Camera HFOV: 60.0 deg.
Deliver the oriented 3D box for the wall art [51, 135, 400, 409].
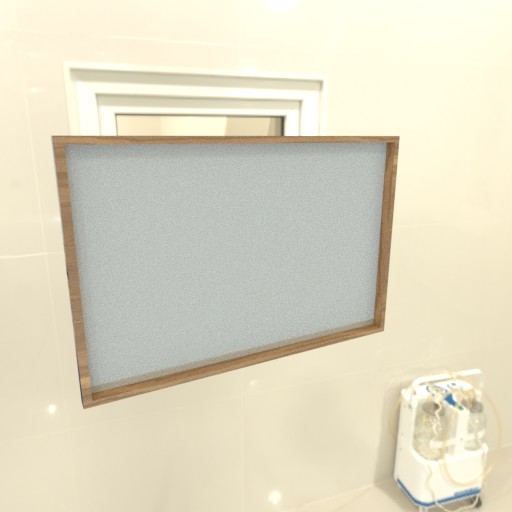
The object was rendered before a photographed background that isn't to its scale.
[{"bbox_3d":[0.000,0.000,1.156,0.911,0.605,0.037,-8,17,-27],"label":"wall art"}]
